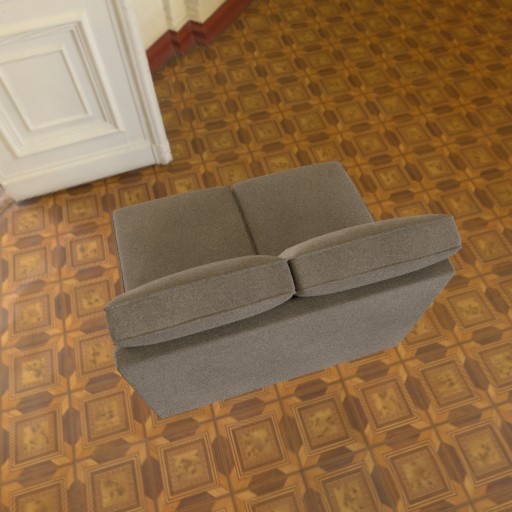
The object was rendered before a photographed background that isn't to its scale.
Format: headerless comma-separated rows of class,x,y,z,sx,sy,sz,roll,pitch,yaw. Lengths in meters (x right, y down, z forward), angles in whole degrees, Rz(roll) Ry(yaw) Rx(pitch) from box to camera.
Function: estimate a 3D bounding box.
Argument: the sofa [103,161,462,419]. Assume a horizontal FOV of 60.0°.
sofa,0.000,0.000,2.014,1.237,1.008,0.951,-15,59,-9
